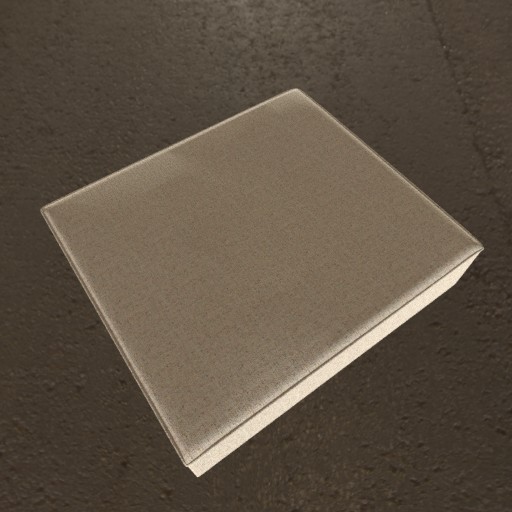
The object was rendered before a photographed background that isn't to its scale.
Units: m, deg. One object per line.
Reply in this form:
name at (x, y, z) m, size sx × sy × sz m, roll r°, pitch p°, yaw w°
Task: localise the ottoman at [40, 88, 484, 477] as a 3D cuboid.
ottoman at (0.000, 0.000, 1.208) m, size 0.835 × 0.303 × 0.736 m, roll -31°, pitch 63°, yaw -18°
